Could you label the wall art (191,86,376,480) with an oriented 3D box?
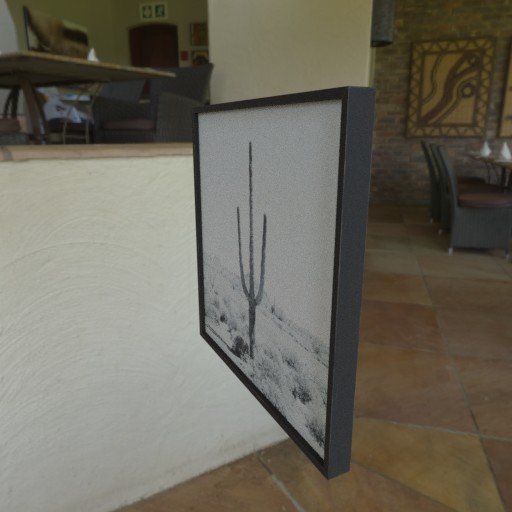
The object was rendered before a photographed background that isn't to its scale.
[{"bbox_3d":[0.000,0.000,0.765,0.038,0.508,0.508,-8,18,-26],"label":"wall art"}]
